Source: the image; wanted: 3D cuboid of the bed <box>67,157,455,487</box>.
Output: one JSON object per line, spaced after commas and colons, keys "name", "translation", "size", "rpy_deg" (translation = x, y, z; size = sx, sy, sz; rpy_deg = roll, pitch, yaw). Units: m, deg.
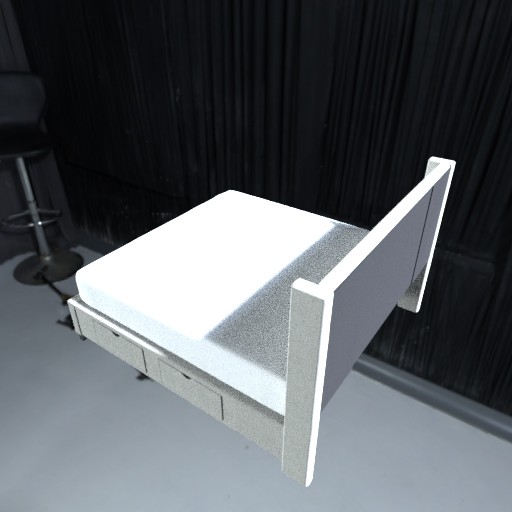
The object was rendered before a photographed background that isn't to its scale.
{"name": "bed", "translation": [0.000, 0.000, 3.627], "size": [2.280, 1.470, 2.140], "rpy_deg": [21, 37, 29]}
